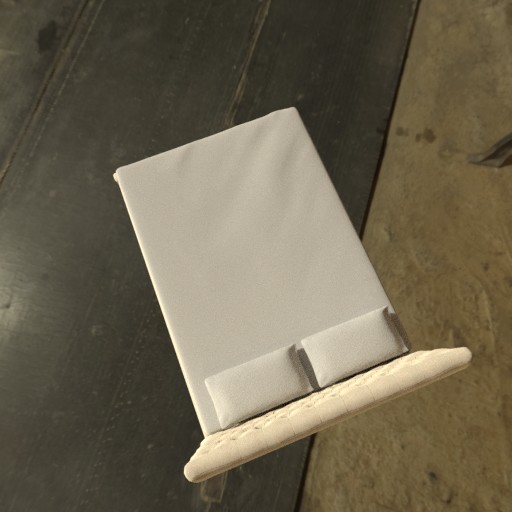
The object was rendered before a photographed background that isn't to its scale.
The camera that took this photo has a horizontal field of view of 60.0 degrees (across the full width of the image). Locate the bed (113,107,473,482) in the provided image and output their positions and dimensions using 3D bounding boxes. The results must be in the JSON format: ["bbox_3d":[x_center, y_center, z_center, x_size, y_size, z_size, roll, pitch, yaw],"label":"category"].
[{"bbox_3d":[0.000,0.000,3.312,1.698,1.427,2.387,-21,76,-5],"label":"bed"}]
